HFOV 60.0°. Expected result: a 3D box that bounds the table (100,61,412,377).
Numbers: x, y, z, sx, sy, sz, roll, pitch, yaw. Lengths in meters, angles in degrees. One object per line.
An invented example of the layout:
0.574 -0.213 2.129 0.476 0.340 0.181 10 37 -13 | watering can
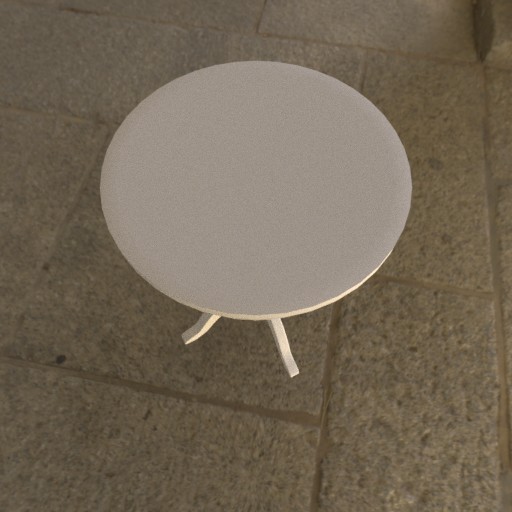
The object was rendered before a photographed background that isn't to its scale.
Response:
0.000 0.000 1.028 0.513 0.653 0.513 0 63 0 | table
